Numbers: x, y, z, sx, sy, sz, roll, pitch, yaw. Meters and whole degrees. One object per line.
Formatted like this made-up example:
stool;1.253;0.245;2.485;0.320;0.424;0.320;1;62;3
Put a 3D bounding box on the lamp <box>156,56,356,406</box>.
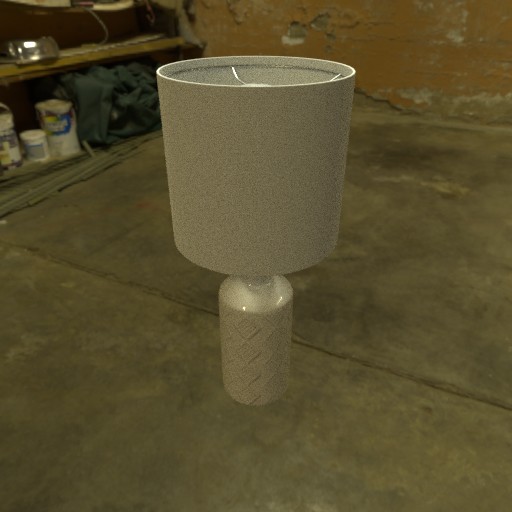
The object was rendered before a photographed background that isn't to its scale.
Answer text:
lamp;0.000;0.000;0.585;0.207;0.461;0.207;-9;32;-15
